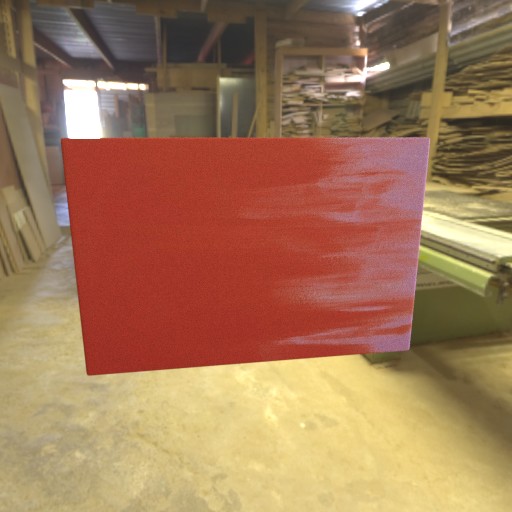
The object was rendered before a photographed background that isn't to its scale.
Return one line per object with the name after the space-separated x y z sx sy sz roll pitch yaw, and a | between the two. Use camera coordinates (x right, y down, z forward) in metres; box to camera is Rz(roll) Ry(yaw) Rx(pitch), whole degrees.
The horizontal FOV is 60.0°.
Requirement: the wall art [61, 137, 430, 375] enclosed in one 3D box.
0.000 0.000 1.181 0.913 0.609 0.040 -2 15 -9 | wall art
